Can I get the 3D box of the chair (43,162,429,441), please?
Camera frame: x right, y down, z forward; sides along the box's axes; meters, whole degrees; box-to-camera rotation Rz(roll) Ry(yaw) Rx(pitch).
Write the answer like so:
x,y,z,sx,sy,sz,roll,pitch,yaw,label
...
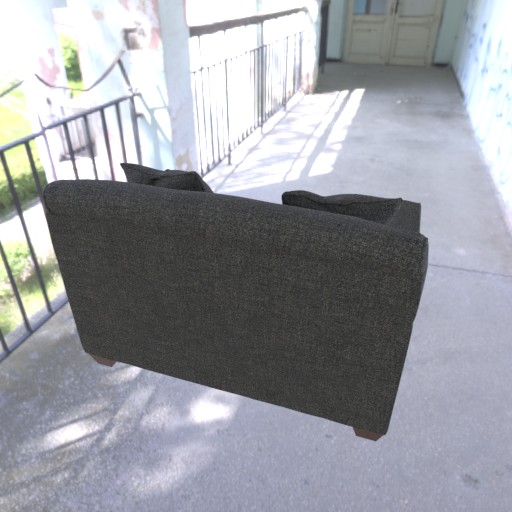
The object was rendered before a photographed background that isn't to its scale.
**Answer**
x,y,z,sx,sy,sz,roll,pitch,yaw,label
0.000,0.000,2.044,1.383,0.948,1.000,10,34,16,chair
